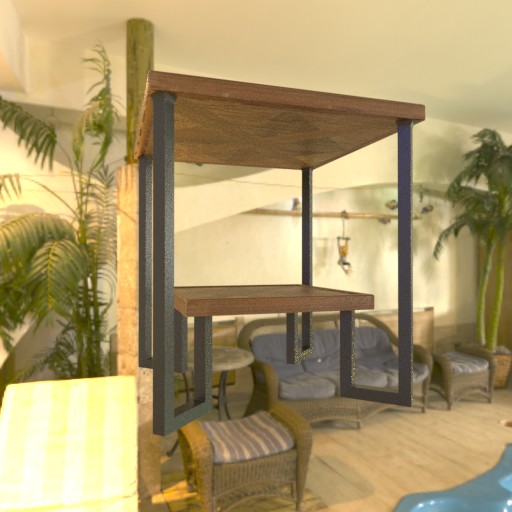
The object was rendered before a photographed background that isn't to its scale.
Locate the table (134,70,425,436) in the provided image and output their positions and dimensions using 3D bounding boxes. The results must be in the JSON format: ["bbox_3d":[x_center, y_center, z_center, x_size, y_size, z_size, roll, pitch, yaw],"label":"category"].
[{"bbox_3d":[0.000,0.000,0.986,0.503,0.563,0.503,0,0,-18],"label":"table"}]
